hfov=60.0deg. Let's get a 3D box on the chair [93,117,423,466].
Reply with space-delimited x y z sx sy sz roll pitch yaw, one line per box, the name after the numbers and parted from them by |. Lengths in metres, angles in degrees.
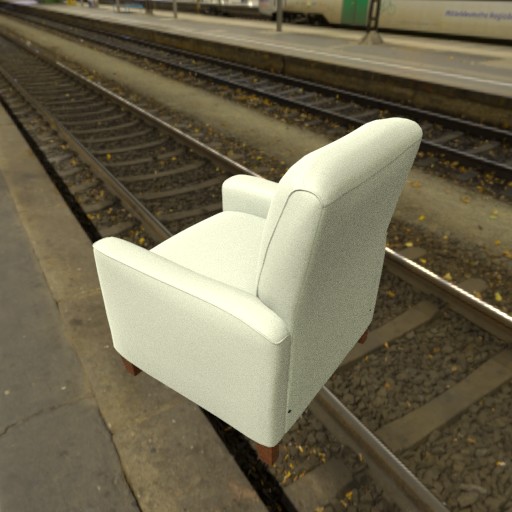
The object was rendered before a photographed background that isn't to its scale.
0.000 0.000 1.622 0.846 1.007 0.853 21 37 30 | chair
